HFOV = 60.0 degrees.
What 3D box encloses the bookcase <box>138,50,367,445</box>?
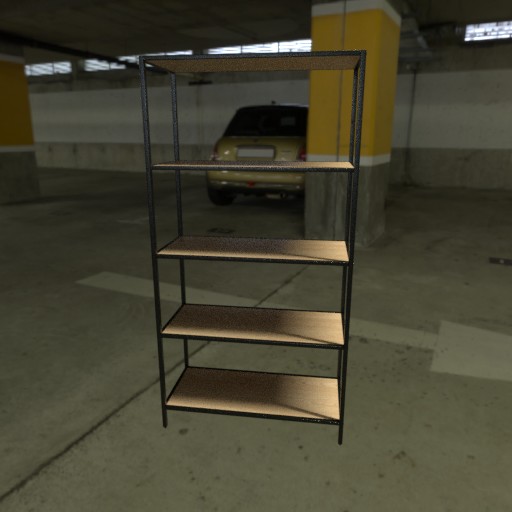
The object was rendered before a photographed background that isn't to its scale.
[{"bbox_3d":[0.000,0.000,1.843,0.770,1.500,0.350,2,16,8],"label":"bookcase"}]
